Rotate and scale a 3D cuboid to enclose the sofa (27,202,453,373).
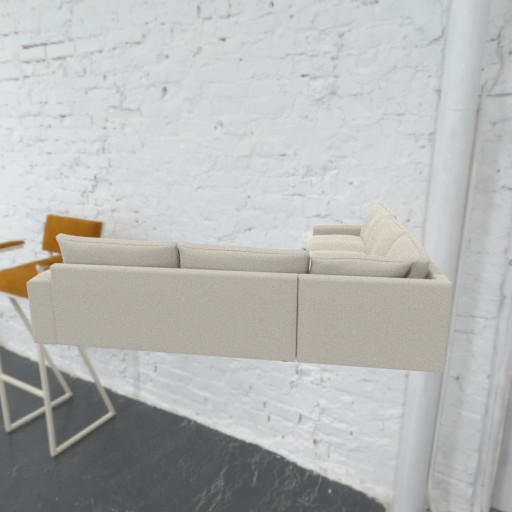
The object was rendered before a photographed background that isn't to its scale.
[{"bbox_3d":[0.000,0.000,4.757,3.206,0.918,3.066,2,14,9],"label":"sofa"}]
